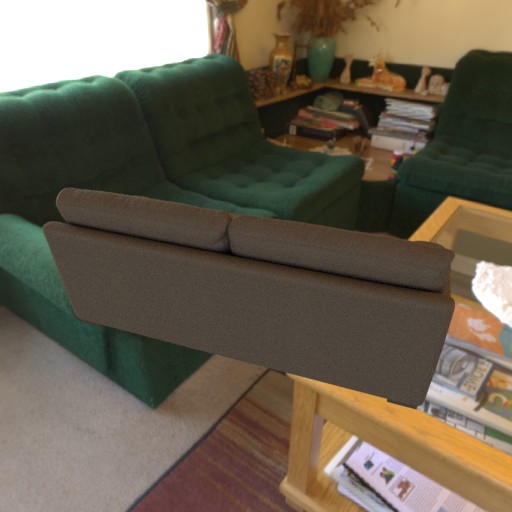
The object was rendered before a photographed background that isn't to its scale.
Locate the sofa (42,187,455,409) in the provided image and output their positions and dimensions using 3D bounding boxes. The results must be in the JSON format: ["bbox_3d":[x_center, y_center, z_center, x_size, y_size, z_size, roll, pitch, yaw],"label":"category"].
[{"bbox_3d":[0.000,0.000,2.801,2.271,0.950,1.140,11,33,16],"label":"sofa"}]
